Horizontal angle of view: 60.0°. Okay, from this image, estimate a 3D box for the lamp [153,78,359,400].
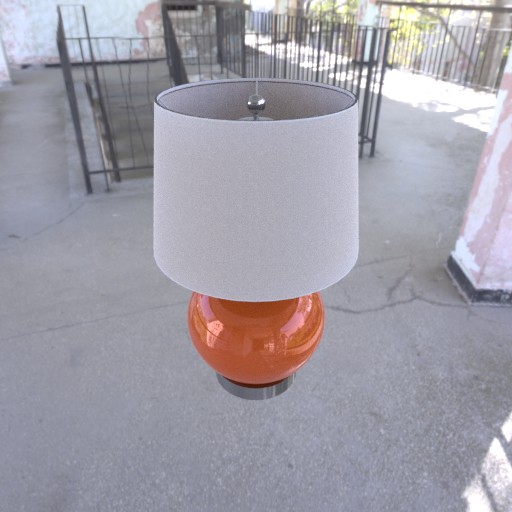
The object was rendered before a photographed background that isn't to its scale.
[{"bbox_3d":[0.000,0.000,0.554,0.247,0.387,0.247,0,31,0],"label":"lamp"}]
